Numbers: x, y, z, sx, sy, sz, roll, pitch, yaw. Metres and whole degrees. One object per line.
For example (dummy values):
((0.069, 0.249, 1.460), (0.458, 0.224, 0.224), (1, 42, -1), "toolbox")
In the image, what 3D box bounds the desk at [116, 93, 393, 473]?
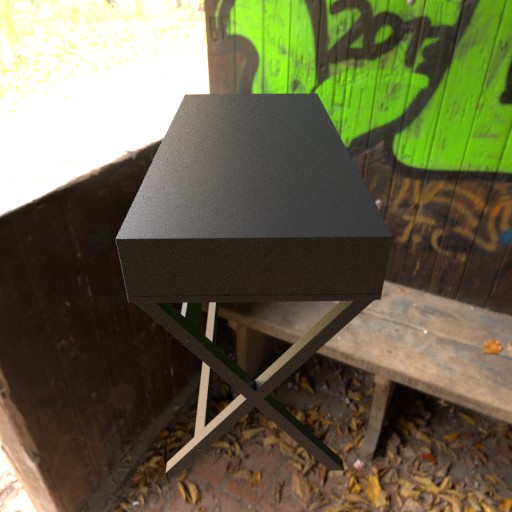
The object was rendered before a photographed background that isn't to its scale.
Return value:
((0.000, 0.000, 1.460), (0.525, 0.780, 1.057), (0, 34, -1), "desk")
